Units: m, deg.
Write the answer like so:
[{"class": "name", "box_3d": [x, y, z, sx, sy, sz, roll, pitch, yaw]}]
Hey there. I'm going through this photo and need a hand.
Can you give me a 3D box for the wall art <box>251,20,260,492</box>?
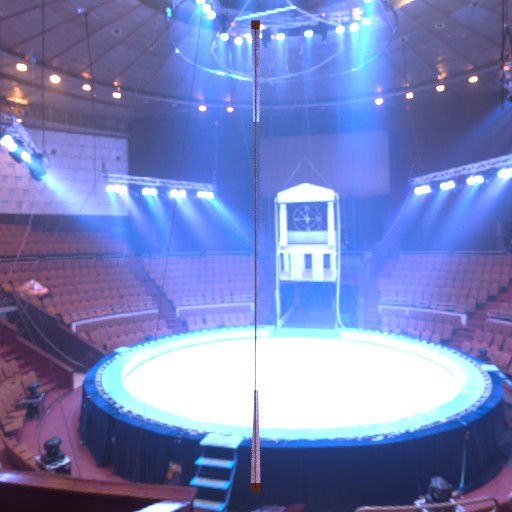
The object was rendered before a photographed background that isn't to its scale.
[{"class": "wall art", "box_3d": [0.000, 0.000, 1.923, 0.030, 1.519, 0.990, 0, 0, 0]}]
